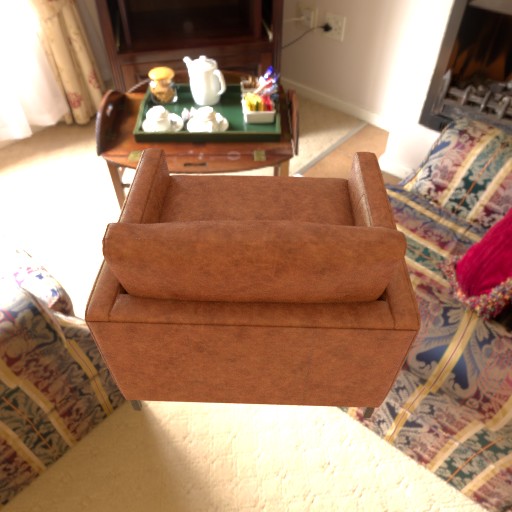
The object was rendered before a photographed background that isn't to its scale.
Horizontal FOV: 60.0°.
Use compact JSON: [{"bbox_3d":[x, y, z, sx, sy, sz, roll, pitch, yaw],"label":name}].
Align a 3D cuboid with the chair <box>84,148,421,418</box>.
[{"bbox_3d":[0.000,0.000,1.636,0.967,0.869,0.862,1,47,1],"label":"chair"}]
